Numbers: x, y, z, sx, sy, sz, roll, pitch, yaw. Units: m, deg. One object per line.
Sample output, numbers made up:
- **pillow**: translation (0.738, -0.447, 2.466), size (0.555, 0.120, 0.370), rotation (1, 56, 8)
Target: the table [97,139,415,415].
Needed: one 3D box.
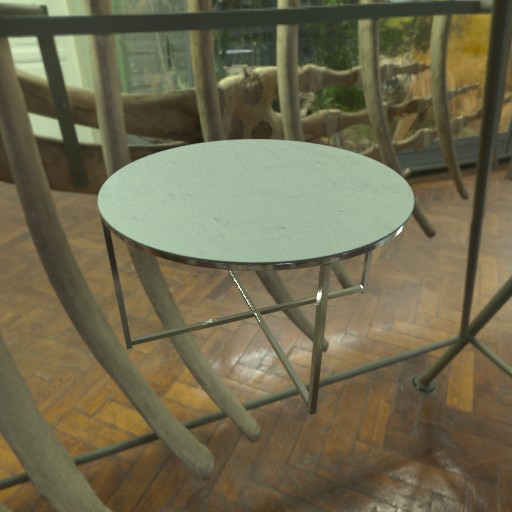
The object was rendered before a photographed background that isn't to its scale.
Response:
- **table**: translation (0.000, 0.000, 1.283), size (0.800, 0.450, 0.800), rotation (0, 31, 0)
